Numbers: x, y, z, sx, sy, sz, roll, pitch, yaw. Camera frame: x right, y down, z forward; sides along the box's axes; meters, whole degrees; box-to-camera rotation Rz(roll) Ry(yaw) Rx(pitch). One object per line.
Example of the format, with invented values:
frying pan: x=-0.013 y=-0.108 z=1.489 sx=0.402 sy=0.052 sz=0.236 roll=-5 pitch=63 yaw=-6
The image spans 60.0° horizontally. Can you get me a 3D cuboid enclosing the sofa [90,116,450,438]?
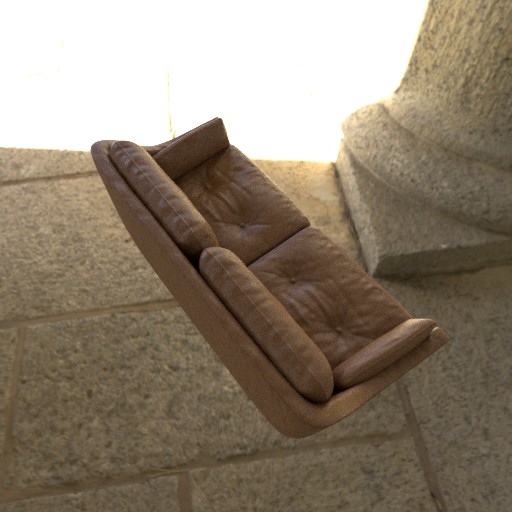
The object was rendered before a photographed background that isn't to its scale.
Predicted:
sofa: x=0.000 y=0.000 z=2.395 sx=0.904 sy=0.839 sz=1.902 roll=-33 pitch=64 yaw=-18
